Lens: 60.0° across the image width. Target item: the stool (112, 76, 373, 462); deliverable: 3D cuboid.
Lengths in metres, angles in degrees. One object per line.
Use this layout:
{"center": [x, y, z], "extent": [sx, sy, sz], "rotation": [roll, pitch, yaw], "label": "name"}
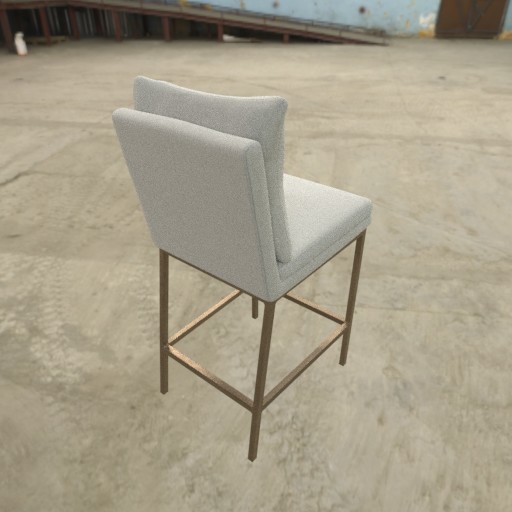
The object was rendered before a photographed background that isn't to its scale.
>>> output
{"center": [0.000, 0.000, 1.337], "extent": [0.463, 1.032, 0.572], "rotation": [23, 38, 33], "label": "stool"}
